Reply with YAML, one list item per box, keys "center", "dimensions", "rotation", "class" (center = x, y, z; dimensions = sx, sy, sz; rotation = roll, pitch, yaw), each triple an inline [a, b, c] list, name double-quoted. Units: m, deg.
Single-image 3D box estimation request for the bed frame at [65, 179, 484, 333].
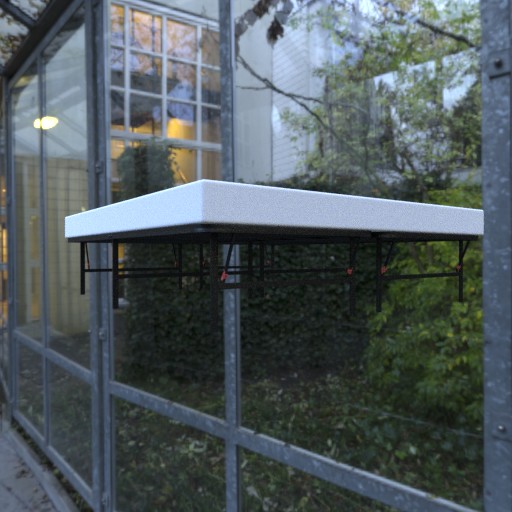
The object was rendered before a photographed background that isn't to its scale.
- center: [0.000, 0.000, 2.938]
  dimensions: [1.930, 0.559, 2.032]
  rotation: [0, 1, -36]
  class: "bed frame"
